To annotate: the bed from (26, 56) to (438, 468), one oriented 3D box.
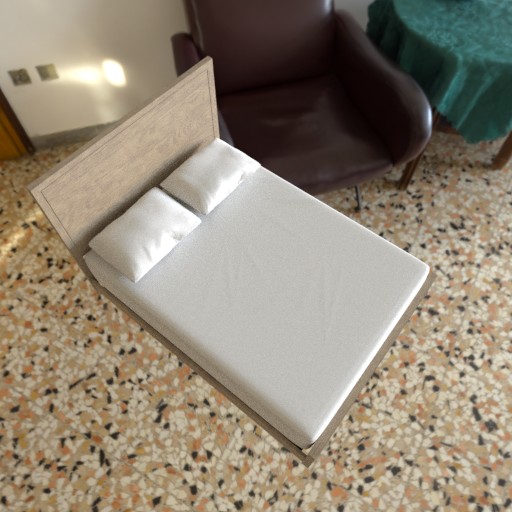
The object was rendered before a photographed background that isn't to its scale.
[{"bbox_3d":[0.000,0.000,3.164,2.189,1.369,1.606,34,64,19],"label":"bed"}]
